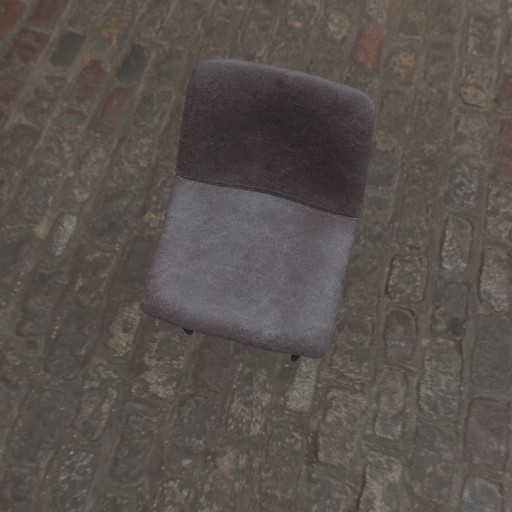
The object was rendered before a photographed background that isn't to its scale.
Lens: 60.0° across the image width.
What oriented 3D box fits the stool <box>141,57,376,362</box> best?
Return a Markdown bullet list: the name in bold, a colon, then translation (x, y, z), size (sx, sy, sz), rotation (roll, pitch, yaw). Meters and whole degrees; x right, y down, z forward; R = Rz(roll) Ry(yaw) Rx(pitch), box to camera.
- **stool**: translation (0.000, 0.000, 1.381), size (0.514, 1.082, 0.561), rotation (14, 75, 4)
